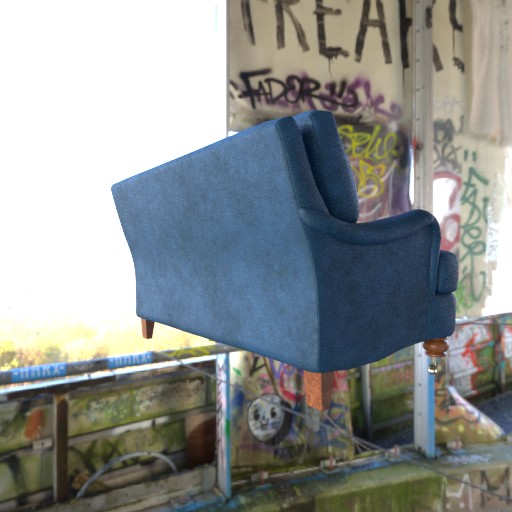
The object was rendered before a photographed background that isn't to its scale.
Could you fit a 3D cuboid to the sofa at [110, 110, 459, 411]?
[{"bbox_3d":[0.000,0.000,2.474,1.084,1.101,1.853,0,0,-36],"label":"sofa"}]
